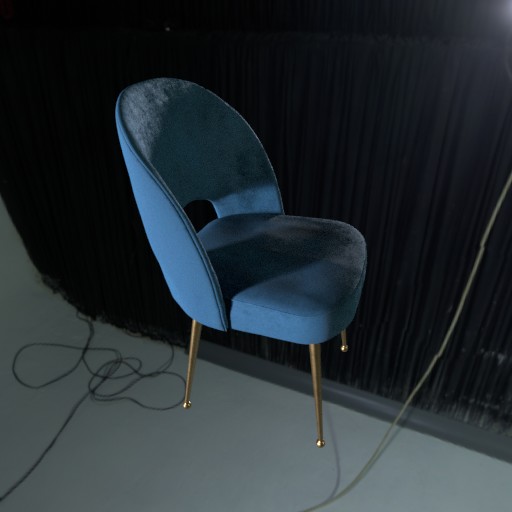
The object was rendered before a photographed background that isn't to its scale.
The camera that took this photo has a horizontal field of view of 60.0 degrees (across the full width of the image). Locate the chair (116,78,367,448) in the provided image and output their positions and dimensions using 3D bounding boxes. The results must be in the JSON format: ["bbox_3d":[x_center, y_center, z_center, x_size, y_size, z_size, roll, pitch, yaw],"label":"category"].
[{"bbox_3d":[0.000,0.000,1.196,0.577,0.860,0.527,10,32,16],"label":"chair"}]
